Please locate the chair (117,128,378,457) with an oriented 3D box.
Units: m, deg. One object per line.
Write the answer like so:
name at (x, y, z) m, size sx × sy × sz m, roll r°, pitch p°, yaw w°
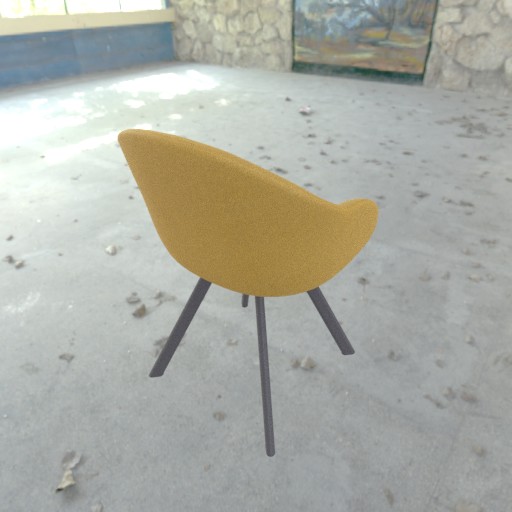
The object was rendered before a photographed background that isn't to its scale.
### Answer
chair at (0.000, 0.000, 1.203) m, size 0.551 × 0.793 × 0.583 m, roll 21°, pitch 38°, yaw 31°
